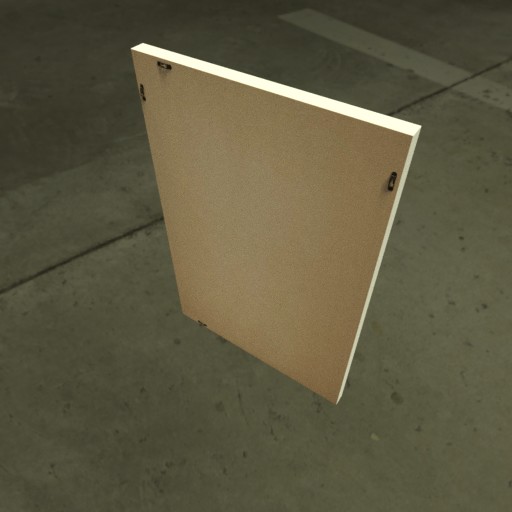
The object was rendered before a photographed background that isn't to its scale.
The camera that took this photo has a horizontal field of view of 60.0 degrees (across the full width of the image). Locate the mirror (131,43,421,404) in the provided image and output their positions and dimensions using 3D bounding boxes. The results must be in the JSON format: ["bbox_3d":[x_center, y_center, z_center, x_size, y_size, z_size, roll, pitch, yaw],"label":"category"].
[{"bbox_3d":[0.000,0.000,1.141,0.609,0.914,0.041,26,51,23],"label":"mirror"}]
